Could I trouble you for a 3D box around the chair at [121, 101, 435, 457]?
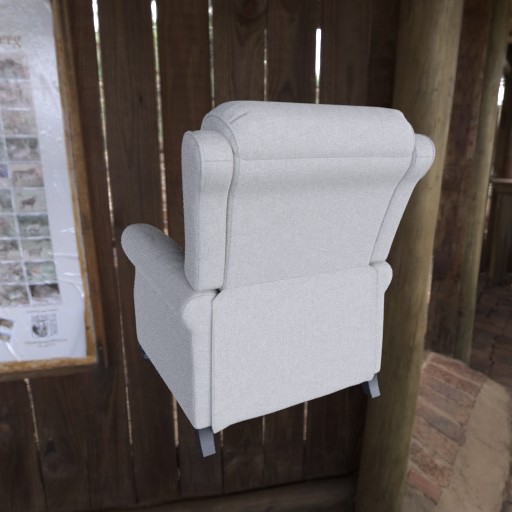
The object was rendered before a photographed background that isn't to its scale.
[{"bbox_3d":[0.000,0.000,1.686,0.859,1.046,0.919,-8,16,-28],"label":"chair"}]
